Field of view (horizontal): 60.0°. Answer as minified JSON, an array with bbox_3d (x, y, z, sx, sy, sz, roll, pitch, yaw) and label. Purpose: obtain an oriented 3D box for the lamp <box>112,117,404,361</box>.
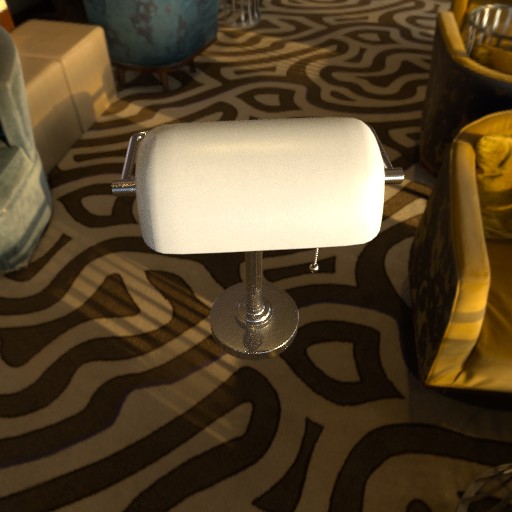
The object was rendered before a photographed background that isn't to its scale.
[{"bbox_3d":[0.000,0.000,0.557,0.269,0.404,0.227,-3,46,-3],"label":"lamp"}]
